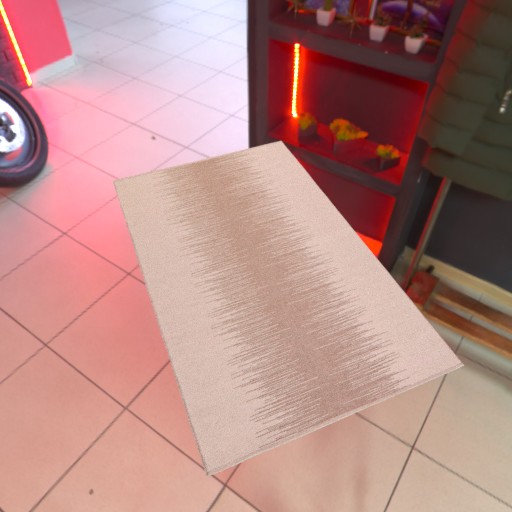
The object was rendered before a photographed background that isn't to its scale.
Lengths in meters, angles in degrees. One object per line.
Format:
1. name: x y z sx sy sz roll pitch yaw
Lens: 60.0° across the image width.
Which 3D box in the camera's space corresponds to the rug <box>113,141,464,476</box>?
1. rug: 0.000 0.000 3.051 1.522 0.012 2.440 -17 50 -15
